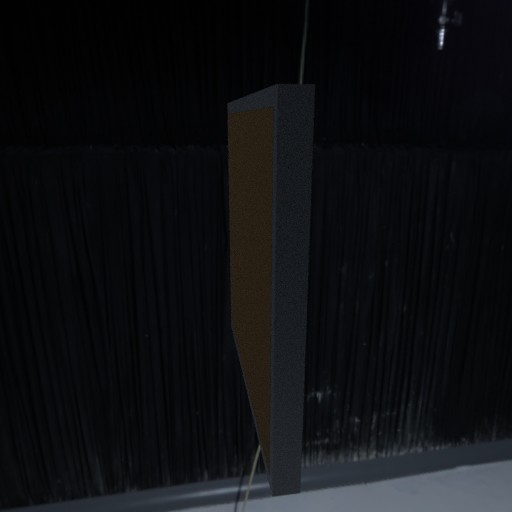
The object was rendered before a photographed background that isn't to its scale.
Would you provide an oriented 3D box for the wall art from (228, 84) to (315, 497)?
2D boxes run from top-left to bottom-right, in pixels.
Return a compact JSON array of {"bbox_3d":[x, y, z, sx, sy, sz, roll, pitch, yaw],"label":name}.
[{"bbox_3d":[0.000,0.000,0.749,0.038,0.506,0.506,-3,17,-9],"label":"wall art"}]
